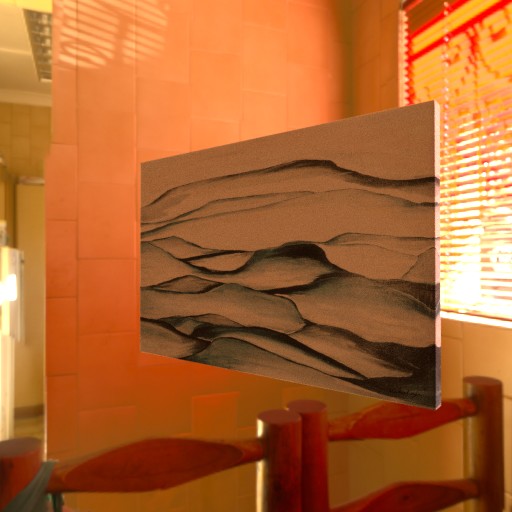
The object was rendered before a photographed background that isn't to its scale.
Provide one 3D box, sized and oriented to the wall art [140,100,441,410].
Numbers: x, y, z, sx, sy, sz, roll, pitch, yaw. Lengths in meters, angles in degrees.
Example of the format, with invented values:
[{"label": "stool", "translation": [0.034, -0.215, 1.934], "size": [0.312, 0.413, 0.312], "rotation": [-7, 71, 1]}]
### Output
[{"label": "wall art", "translation": [0.000, 0.000, 1.160], "size": [0.914, 0.609, 0.039], "rotation": [0, -1, 38]}]
